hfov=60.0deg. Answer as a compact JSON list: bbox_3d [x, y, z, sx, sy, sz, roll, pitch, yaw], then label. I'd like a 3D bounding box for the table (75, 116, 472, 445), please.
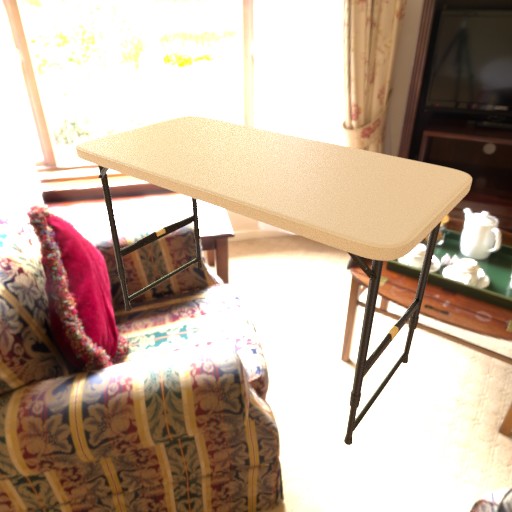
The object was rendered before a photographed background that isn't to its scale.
[{"bbox_3d":[0.000,0.000,1.626,1.219,0.737,0.610,22,37,32],"label":"table"}]
